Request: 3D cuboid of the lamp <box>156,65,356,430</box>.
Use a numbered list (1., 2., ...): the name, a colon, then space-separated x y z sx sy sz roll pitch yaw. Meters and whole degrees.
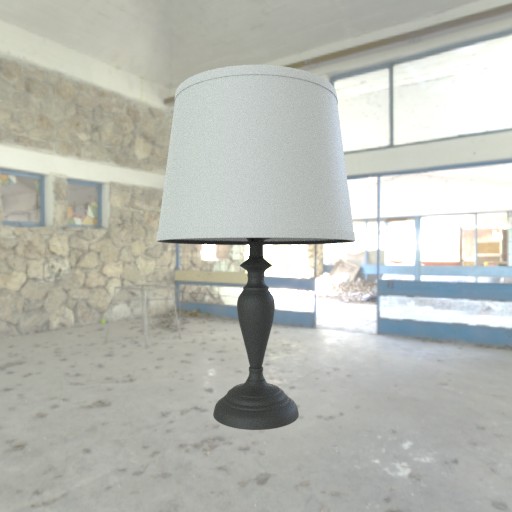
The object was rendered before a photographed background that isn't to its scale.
1. lamp: 0.000 0.000 0.706 0.310 0.501 0.310 0 0 0
